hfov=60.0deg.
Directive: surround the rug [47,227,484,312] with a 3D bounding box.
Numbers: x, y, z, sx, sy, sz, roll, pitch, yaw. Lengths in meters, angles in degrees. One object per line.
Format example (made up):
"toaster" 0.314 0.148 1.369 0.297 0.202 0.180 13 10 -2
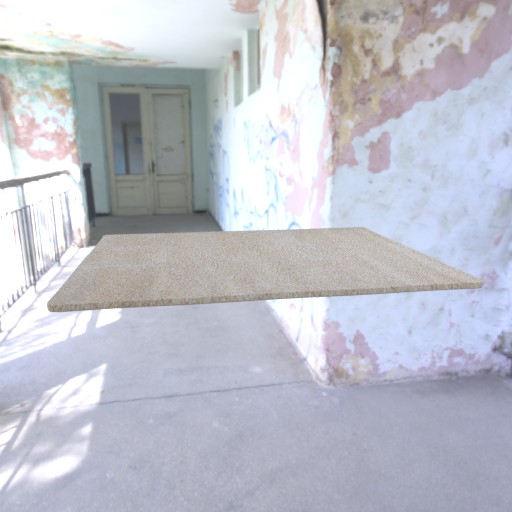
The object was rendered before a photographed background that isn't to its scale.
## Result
"rug" 0.000 0.000 2.144 1.600 0.025 1.199 -2 14 -9
